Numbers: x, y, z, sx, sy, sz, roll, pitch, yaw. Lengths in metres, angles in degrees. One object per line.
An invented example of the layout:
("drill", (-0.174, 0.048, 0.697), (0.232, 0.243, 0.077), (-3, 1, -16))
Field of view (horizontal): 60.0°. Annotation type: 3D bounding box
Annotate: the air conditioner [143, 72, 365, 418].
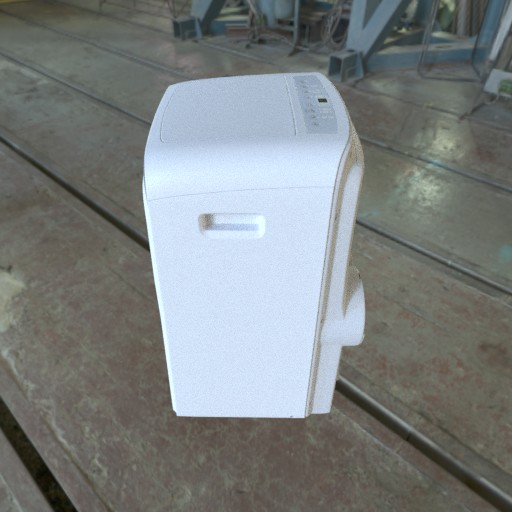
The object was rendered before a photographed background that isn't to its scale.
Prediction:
("air conditioner", (0.000, 0.000, 1.085), (0.467, 0.765, 0.478), (-1, 40, -1))
